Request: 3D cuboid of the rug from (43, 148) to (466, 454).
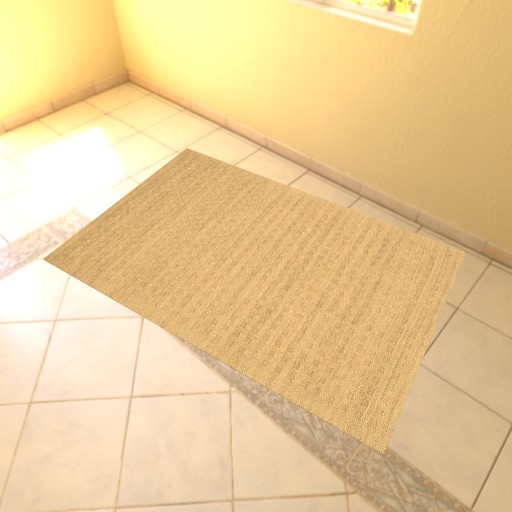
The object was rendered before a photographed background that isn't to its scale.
[{"bbox_3d":[0.000,0.000,2.189,1.752,0.006,1.142,24,51,21],"label":"rug"}]
